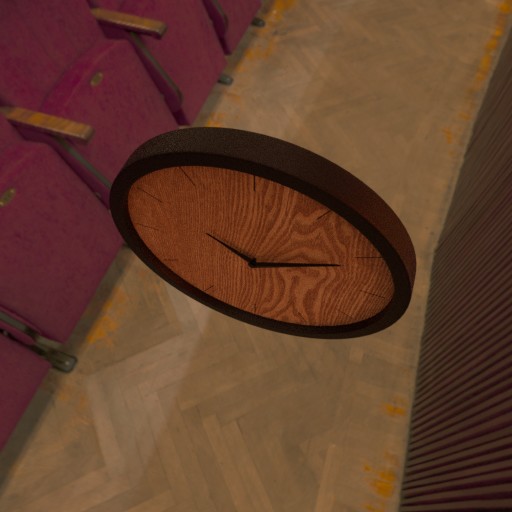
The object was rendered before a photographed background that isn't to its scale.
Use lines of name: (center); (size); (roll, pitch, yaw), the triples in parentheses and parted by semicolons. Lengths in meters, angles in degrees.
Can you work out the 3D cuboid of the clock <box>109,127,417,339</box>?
clock: (0.000, 0.000, 0.460); (0.314, 0.314, 0.029); (17, 60, 10)
